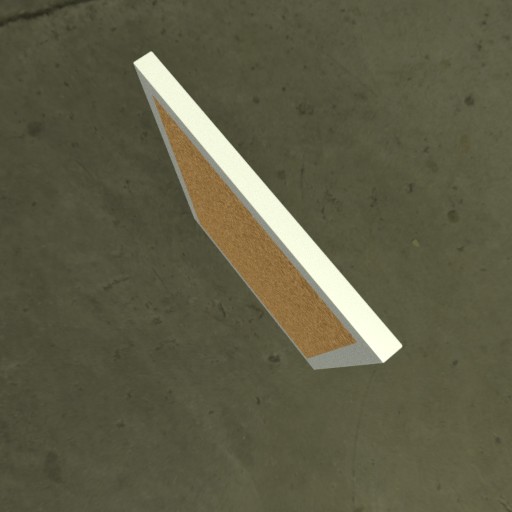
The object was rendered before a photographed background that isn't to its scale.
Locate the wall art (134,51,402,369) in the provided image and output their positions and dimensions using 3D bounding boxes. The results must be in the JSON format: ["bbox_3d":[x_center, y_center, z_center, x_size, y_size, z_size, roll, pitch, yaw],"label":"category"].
[{"bbox_3d":[0.000,0.000,0.765,0.028,0.556,0.454,-37,78,-9],"label":"wall art"}]
